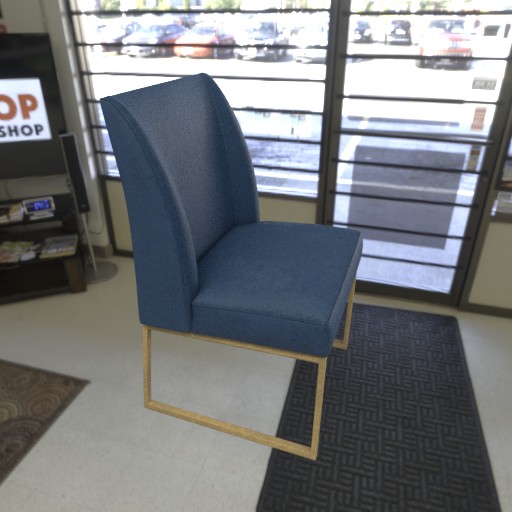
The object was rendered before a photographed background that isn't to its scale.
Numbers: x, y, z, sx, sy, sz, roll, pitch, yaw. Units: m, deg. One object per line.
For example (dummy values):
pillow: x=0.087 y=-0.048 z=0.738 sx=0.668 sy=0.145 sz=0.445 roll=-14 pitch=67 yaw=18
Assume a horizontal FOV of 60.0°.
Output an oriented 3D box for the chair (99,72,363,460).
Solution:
chair: x=0.000 y=0.000 z=1.201 sx=0.522 sy=0.863 sz=0.508 roll=10 pitch=30 yaw=17
